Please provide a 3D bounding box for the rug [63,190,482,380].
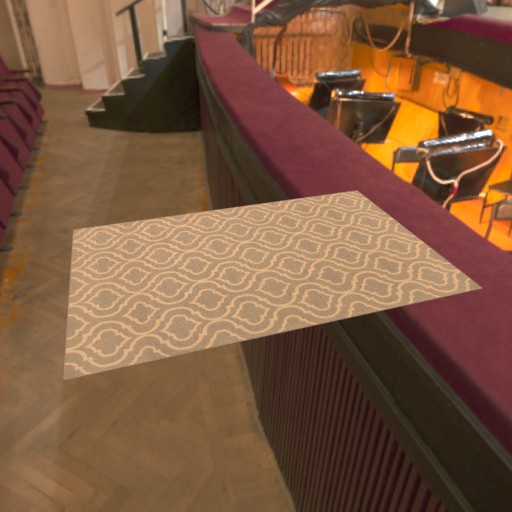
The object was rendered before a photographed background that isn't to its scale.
[{"bbox_3d":[0.000,0.000,2.205,1.749,0.015,1.141,-10,33,-15],"label":"rug"}]
